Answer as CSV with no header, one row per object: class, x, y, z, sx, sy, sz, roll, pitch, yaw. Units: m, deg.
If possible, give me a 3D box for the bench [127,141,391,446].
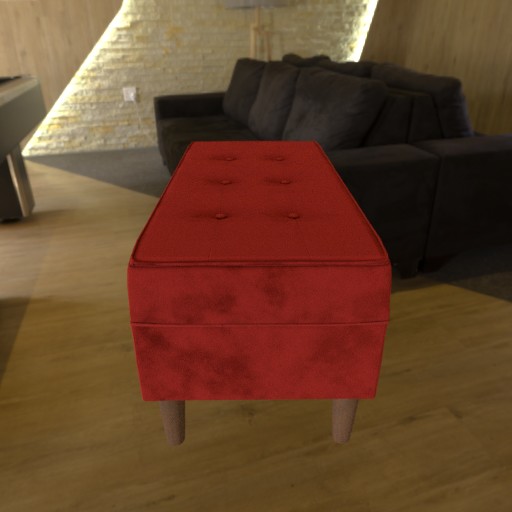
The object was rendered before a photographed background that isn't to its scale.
bench,0.000,0.000,1.313,0.492,0.471,1.016,0,26,-1
